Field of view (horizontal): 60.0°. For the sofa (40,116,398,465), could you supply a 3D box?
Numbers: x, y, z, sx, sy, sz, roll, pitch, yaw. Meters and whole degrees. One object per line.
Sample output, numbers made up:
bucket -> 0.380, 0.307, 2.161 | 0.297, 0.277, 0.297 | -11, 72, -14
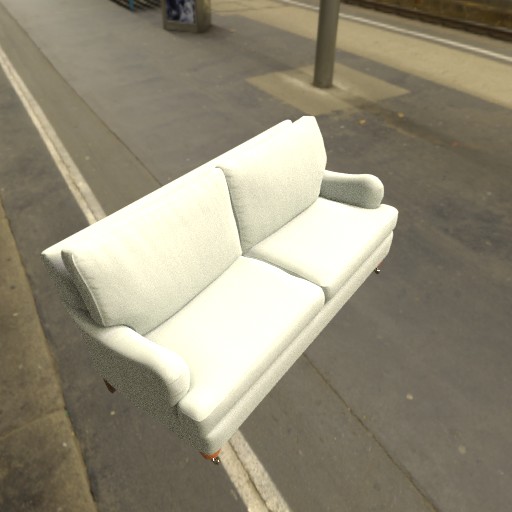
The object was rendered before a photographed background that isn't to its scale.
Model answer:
sofa -> 0.000, 0.000, 2.830 | 1.069, 1.096, 2.193 | 26, 45, 28
